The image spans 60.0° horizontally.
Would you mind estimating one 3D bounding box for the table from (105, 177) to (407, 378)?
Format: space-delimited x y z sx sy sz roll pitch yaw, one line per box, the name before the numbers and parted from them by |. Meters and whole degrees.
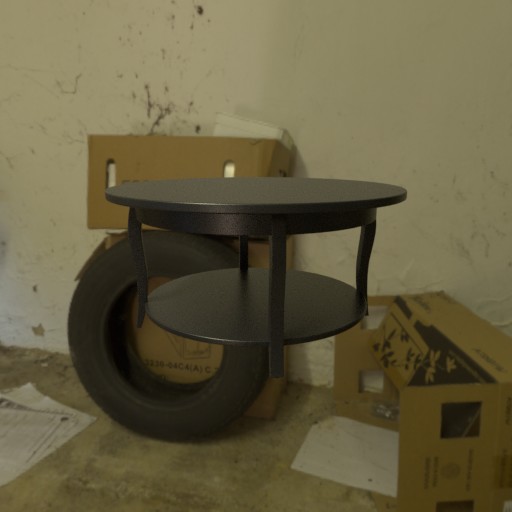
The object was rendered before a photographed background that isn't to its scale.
table | 0.000 0.000 1.465 0.914 0.457 0.914 0 14 0
